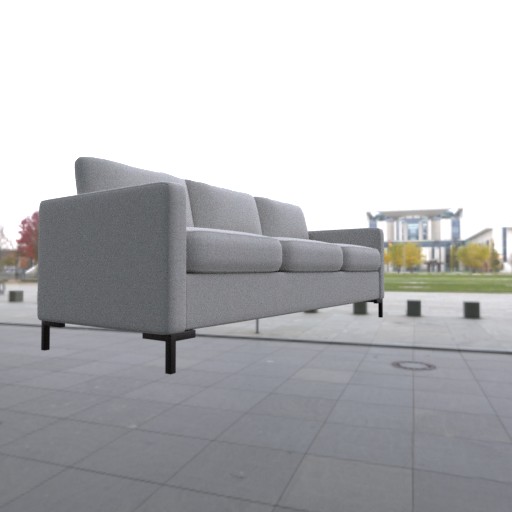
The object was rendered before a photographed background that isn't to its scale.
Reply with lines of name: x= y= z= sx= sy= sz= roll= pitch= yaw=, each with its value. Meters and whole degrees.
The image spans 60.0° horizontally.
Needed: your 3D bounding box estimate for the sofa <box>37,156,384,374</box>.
sofa: x=0.000 y=0.000 z=2.642 sx=0.859 sy=0.874 sz=2.218 roll=-1 pitch=-2 yaw=35
